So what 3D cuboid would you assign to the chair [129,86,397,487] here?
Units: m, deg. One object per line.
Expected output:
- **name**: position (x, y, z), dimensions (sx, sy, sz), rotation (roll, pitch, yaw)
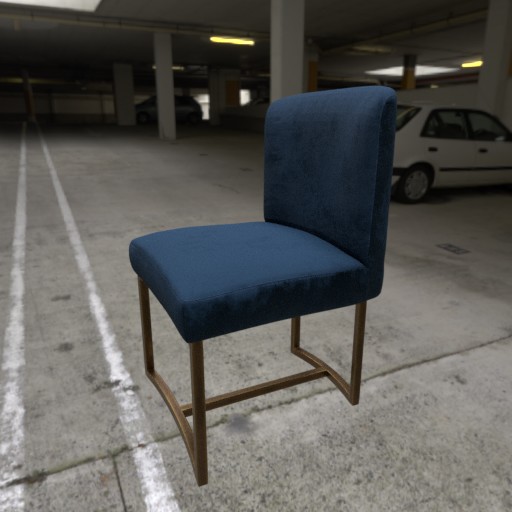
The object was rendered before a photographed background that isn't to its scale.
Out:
- **chair**: position (0.000, 0.000, 1.145), dimensions (0.560, 0.824, 0.530), rotation (-8, 18, -25)
